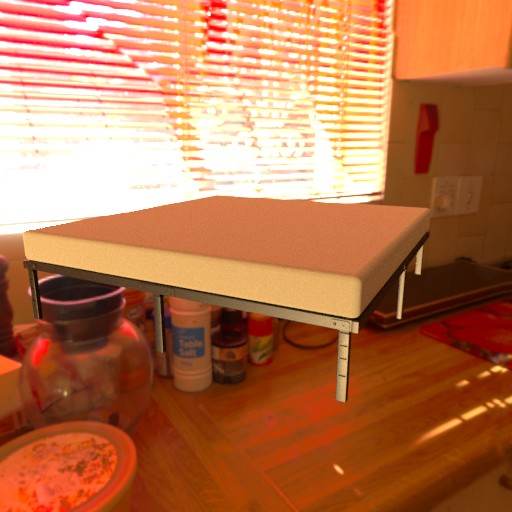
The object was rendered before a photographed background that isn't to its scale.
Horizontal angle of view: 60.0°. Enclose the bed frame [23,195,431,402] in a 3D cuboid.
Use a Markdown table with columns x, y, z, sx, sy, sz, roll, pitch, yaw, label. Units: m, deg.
| x | y | z | sx | sy | sz | roll | pitch | yaw | label |
| --- | --- | --- | --- | --- | --- | --- | --- | --- | --- |
| 0.000 | 0.000 | 3.860 | 2.526 | 0.680 | 2.635 | 7 | 16 | 27 | bed frame |
